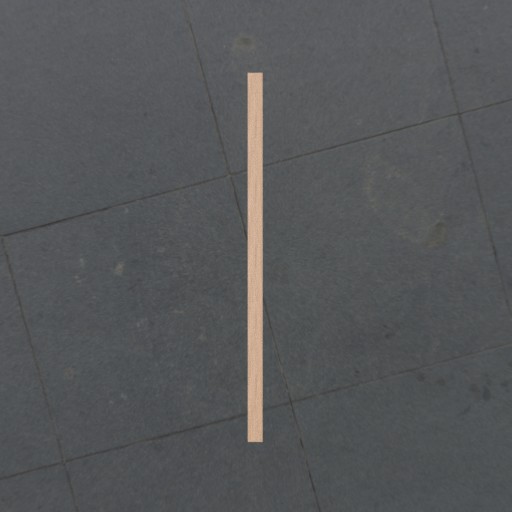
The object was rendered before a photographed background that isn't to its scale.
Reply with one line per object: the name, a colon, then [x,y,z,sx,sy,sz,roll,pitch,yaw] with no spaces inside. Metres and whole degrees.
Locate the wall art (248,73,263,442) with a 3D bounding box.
wall art: [0.000,0.000,0.787,0.016,0.611,0.401,0,90,0]
